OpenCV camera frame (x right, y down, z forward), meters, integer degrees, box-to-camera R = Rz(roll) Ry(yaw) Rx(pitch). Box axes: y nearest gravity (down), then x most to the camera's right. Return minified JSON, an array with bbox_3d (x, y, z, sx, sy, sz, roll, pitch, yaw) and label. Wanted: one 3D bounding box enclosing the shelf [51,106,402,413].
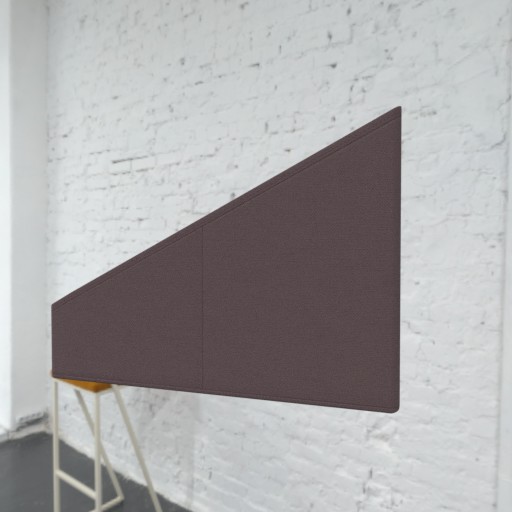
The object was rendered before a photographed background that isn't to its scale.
[{"bbox_3d":[0.000,0.000,0.478,0.292,0.210,0.292,0,1,17],"label":"shelf"}]
